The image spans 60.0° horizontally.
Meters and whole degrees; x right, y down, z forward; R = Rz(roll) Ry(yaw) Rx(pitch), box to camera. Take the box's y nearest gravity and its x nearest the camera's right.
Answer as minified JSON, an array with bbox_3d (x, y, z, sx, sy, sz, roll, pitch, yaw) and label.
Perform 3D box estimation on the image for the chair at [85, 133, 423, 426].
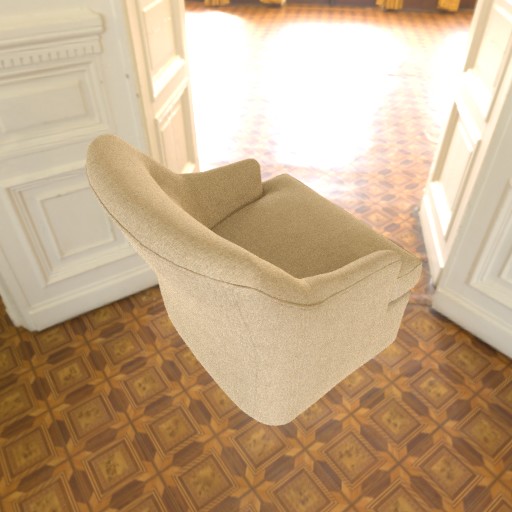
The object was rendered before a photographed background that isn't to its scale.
[{"bbox_3d":[0.000,0.000,1.570,0.923,0.856,0.864,-26,47,-27],"label":"chair"}]
